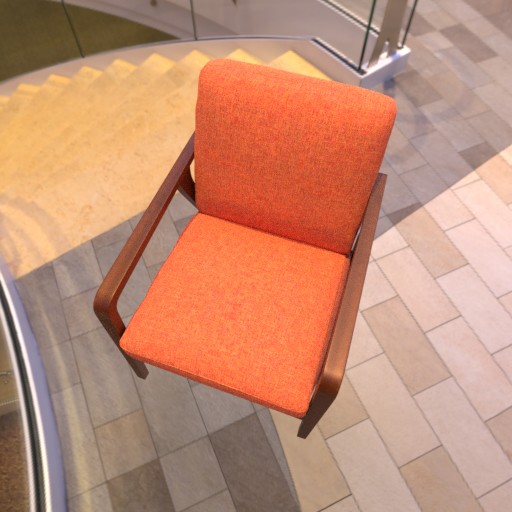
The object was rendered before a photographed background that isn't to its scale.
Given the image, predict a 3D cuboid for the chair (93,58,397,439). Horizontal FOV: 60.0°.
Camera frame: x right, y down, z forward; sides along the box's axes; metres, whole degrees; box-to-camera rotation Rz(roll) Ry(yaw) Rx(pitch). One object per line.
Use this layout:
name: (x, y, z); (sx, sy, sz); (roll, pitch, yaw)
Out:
chair: (0.000, 0.000, 1.479); (0.719, 0.890, 0.860); (17, 60, 10)
